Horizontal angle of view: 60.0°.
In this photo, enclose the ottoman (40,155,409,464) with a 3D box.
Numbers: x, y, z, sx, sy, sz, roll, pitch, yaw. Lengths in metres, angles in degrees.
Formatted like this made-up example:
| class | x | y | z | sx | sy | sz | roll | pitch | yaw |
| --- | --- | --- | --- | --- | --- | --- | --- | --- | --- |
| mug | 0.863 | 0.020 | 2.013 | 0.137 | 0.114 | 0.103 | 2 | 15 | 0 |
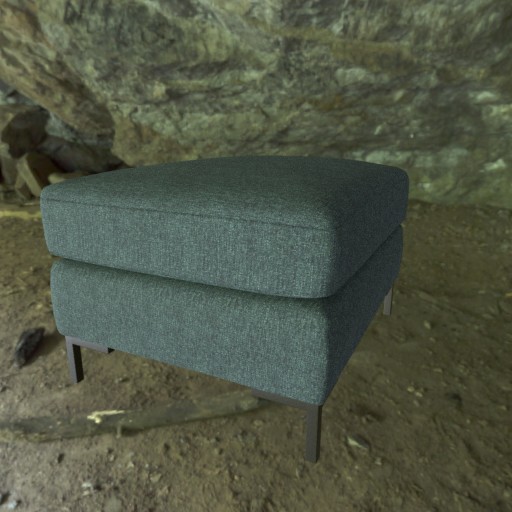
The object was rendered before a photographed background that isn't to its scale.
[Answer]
| class | x | y | z | sx | sy | sz | roll | pitch | yaw |
| --- | --- | --- | --- | --- | --- | --- | --- | --- | --- |
| ottoman | 0.000 | 0.000 | 1.244 | 0.695 | 0.533 | 0.831 | 8 | 18 | 25 |
